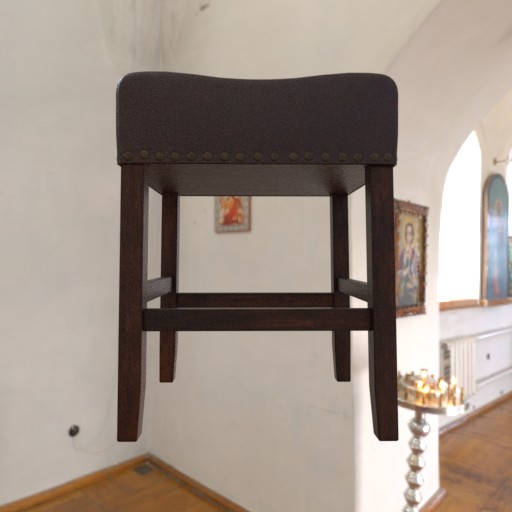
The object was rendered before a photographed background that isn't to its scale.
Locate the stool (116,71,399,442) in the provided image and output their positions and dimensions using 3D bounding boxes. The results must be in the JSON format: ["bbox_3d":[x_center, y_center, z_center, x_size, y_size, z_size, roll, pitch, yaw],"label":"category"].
[{"bbox_3d":[0.000,0.000,0.912,0.465,0.608,0.397,0,0,-1],"label":"stool"}]
